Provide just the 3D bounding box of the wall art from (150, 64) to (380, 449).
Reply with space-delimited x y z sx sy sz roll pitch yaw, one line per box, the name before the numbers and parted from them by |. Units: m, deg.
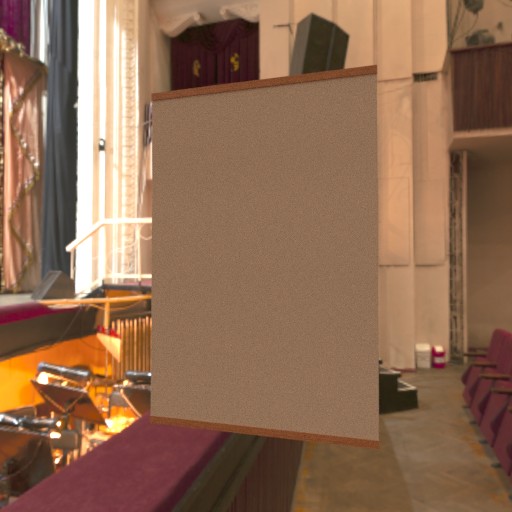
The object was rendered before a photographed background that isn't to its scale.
wall art | 0.000 0.000 1.909 1.019 1.527 0.019 0 -1 17
